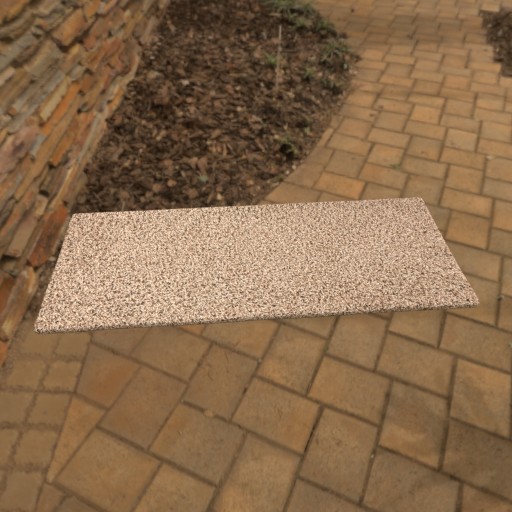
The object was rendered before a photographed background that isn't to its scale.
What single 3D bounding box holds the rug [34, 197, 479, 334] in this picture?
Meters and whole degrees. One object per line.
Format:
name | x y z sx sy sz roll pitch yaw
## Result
rug | 0.000 0.000 1.721 1.524 0.030 0.609 -3 45 -3
